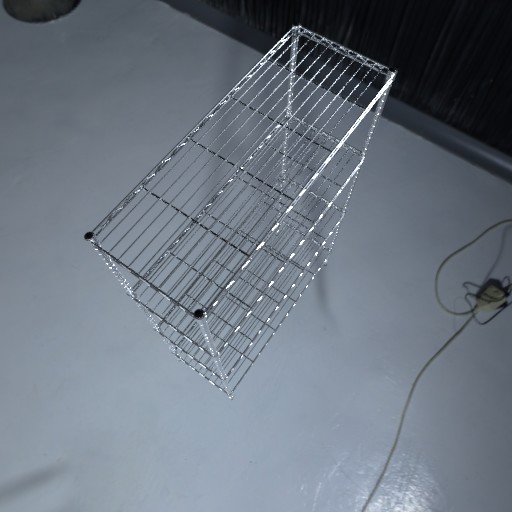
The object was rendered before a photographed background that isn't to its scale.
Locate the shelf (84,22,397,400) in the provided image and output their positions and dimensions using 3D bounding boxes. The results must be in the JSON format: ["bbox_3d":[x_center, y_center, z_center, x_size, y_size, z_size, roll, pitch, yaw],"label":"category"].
[{"bbox_3d":[0.000,0.000,1.759,0.352,1.360,0.907,33,69,14],"label":"shelf"}]
